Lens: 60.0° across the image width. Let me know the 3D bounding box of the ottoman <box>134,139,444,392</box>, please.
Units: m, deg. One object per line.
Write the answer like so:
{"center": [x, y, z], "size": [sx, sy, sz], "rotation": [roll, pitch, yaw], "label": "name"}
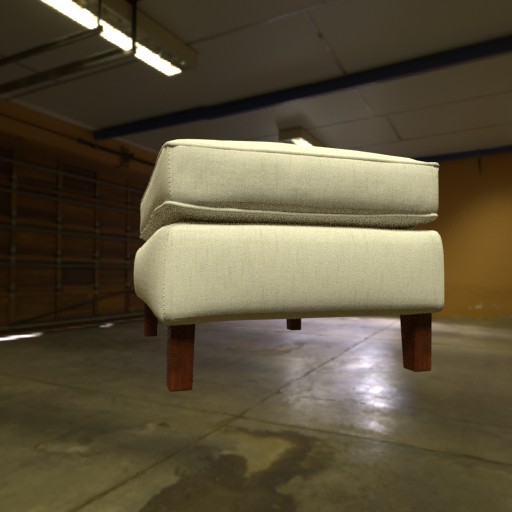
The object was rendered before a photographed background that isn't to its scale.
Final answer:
{"center": [0.000, 0.000, 0.967], "size": [0.501, 0.406, 0.665], "rotation": [1, -2, -17], "label": "ottoman"}
